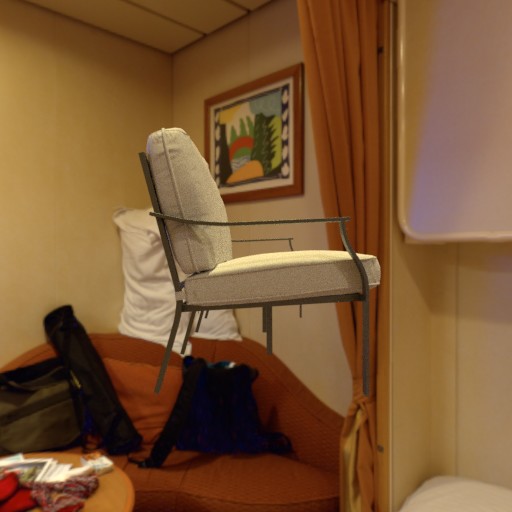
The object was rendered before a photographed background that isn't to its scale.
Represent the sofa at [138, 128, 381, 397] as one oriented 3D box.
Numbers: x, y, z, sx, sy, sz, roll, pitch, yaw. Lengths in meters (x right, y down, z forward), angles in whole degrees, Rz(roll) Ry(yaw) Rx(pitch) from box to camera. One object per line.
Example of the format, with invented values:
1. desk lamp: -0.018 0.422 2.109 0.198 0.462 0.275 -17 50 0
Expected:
1. sofa: 0.000 0.000 2.224 0.787 0.860 1.740 0 0 -1
